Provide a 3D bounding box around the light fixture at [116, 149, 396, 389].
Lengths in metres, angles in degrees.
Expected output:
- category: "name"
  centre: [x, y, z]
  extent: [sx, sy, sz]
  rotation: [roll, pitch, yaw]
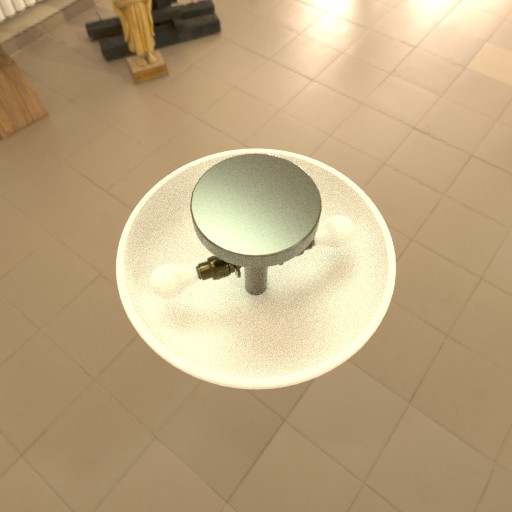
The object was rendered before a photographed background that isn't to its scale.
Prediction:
- category: "light fixture"
  centre: [0.000, 0.000, 0.543]
  extent: [0.330, 0.214, 0.330]
  rotation: [0, 58, 0]
